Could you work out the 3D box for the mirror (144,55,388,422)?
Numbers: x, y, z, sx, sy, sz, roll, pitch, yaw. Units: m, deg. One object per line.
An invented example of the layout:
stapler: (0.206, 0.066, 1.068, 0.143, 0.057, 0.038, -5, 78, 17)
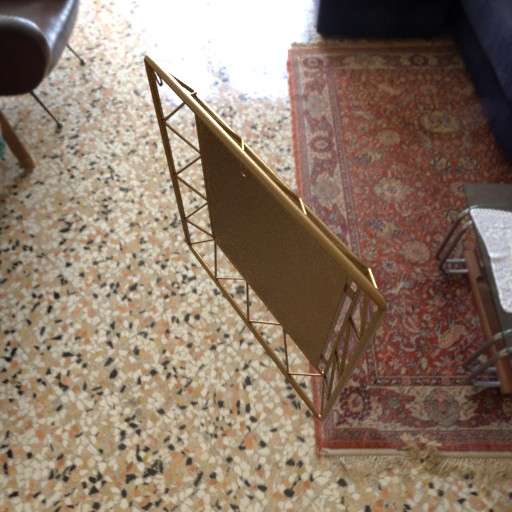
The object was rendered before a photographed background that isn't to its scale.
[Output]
mirror: (0.000, 0.000, 0.621, 0.046, 0.414, 0.416, -31, 62, -18)
